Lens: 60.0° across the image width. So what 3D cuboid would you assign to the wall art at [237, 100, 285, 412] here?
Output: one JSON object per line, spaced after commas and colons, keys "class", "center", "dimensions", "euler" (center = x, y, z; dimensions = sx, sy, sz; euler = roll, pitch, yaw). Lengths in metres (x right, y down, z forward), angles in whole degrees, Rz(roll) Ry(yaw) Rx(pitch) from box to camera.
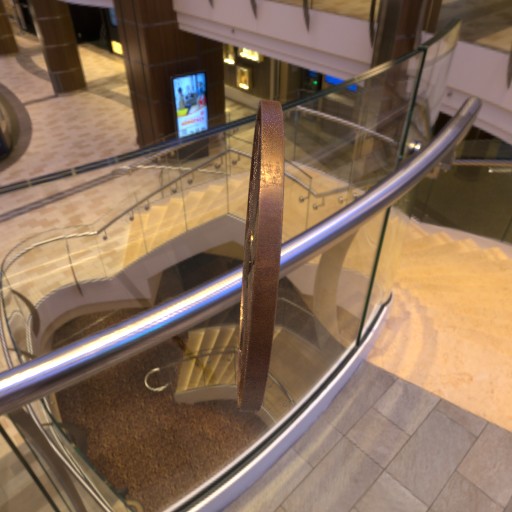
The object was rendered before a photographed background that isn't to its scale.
{"class": "wall art", "center": [0.000, 0.000, 0.876], "dimensions": [0.084, 0.583, 0.582], "euler": [0, 40, 0]}
